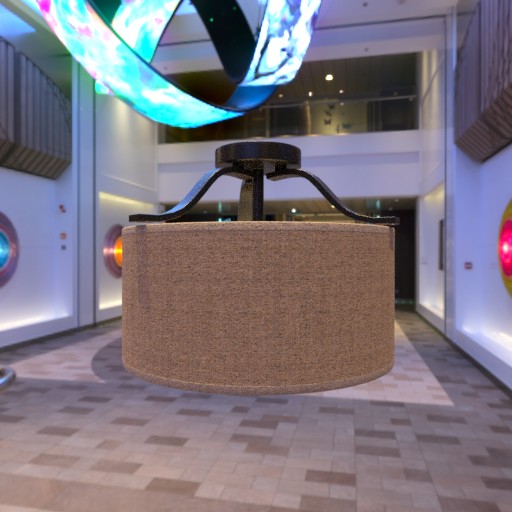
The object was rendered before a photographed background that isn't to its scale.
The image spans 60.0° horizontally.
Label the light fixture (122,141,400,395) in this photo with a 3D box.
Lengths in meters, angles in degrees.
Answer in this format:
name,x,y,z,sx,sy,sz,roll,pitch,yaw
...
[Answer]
name,x,y,z,sx,sy,sz,roll,pitch,yaw
light fixture,0.000,0.000,0.648,0.390,0.306,0.390,0,0,0
